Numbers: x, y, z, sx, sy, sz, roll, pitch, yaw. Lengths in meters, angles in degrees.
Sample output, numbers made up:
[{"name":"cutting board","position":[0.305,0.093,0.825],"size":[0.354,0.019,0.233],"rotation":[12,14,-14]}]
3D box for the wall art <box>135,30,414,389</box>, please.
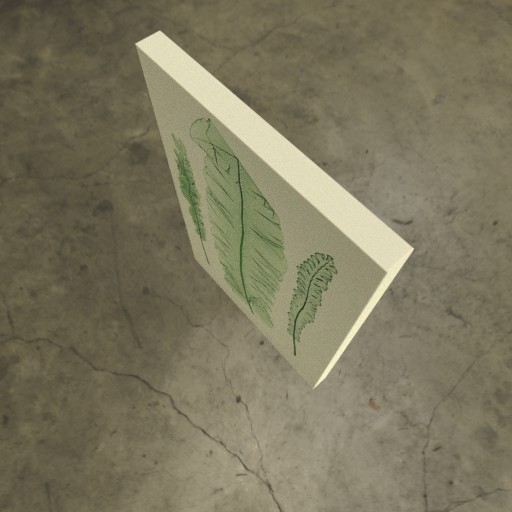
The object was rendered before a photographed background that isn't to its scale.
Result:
[{"name":"wall art","position":[0.000,0.000,0.762],"size":[0.038,0.608,0.418],"rotation":[-38,69,-17]}]
